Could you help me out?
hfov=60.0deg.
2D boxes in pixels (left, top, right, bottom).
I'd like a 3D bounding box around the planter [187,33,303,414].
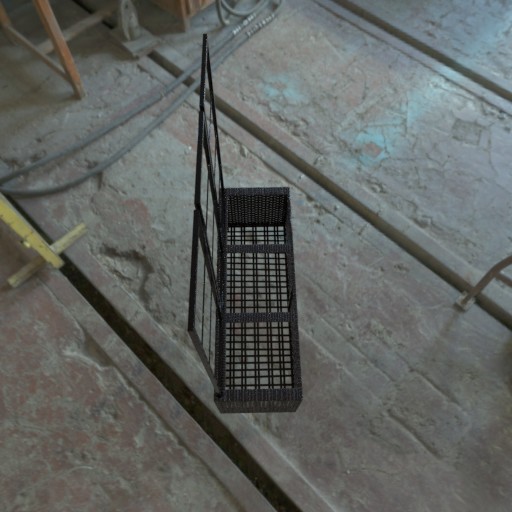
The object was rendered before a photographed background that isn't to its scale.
[{"bbox_3d":[0.000,0.000,1.191,0.244,0.841,0.699,-1,63,0],"label":"planter"}]
